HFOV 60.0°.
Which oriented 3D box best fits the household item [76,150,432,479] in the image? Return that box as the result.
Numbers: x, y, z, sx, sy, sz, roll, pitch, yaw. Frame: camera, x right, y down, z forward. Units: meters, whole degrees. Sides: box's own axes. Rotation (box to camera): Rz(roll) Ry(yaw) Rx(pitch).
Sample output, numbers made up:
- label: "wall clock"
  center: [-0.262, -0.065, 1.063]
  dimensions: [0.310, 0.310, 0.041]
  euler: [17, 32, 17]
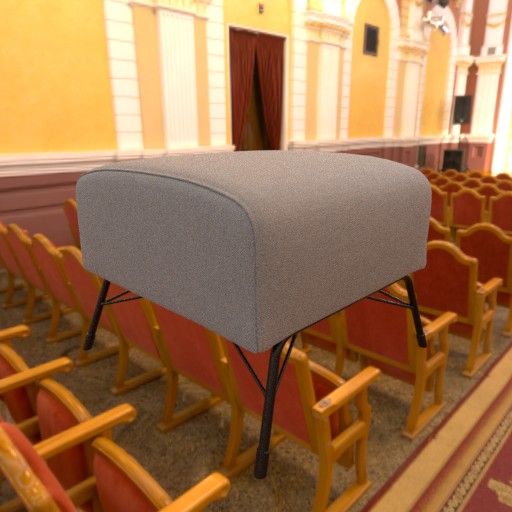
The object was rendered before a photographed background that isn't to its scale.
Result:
- label: "household item"
  center: [0.000, 0.000, 0.897]
  dimensions: [0.530, 0.410, 0.530]
  euler: [15, 23, 42]
